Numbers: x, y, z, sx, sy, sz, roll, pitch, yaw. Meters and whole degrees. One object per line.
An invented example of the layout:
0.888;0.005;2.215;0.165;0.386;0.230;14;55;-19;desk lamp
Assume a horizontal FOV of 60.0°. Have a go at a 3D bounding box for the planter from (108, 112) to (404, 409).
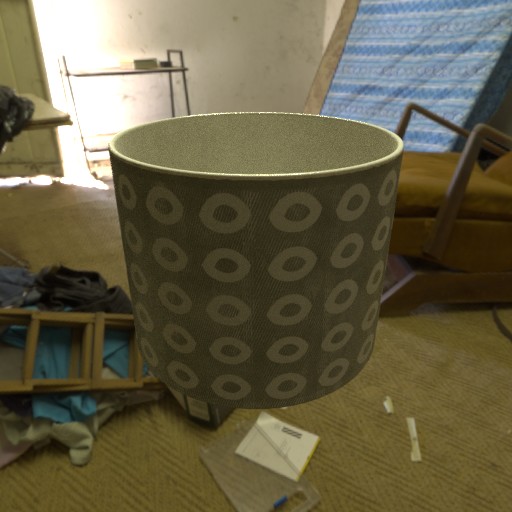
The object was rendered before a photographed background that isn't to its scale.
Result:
0.000;0.000;0.337;0.190;0.181;0.190;0;27;0;planter
